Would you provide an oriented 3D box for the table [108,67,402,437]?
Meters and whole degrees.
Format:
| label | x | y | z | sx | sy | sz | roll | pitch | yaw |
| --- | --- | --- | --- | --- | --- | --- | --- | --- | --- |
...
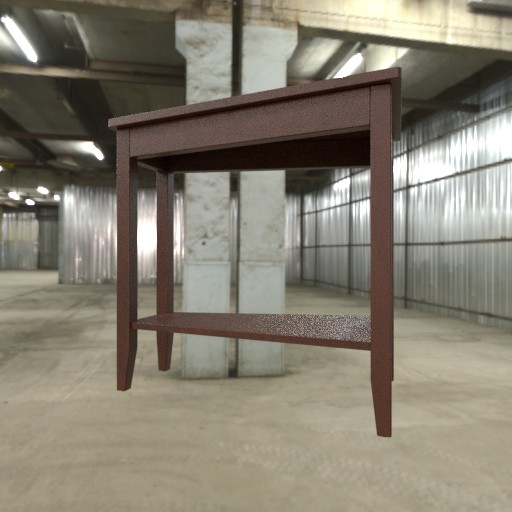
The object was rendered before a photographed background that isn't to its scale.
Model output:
| label | x | y | z | sx | sy | sz | roll | pitch | yaw |
| --- | --- | --- | --- | --- | --- | --- | --- | --- | --- |
| table | 0.000 | 0.000 | 0.970 | 0.605 | 0.589 | 0.399 | 0 | 0 | 18 |
